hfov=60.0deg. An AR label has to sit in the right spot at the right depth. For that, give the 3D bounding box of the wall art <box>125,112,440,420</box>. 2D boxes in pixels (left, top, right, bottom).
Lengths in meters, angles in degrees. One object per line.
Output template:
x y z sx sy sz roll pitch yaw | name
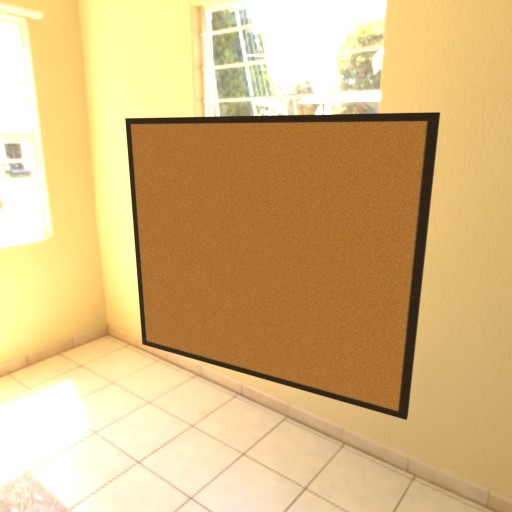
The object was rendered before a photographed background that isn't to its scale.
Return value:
0.000 0.000 1.451 1.033 0.875 0.023 8 18 27 | wall art
